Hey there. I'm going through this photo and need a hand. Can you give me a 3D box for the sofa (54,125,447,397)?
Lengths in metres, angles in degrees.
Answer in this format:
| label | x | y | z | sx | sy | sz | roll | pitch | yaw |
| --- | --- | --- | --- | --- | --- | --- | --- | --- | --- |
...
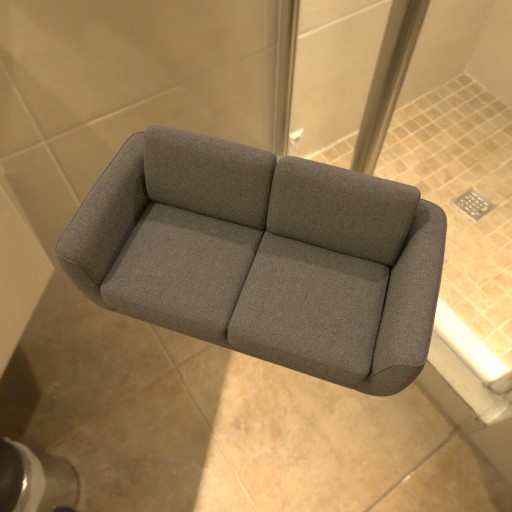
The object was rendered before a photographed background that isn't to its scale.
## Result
| label | x | y | z | sx | sy | sz | roll | pitch | yaw |
| --- | --- | --- | --- | --- | --- | --- | --- | --- | --- |
| sofa | 0.000 | 0.000 | 2.222 | 1.700 | 0.870 | 0.920 | 16 | 59 | 10 |
